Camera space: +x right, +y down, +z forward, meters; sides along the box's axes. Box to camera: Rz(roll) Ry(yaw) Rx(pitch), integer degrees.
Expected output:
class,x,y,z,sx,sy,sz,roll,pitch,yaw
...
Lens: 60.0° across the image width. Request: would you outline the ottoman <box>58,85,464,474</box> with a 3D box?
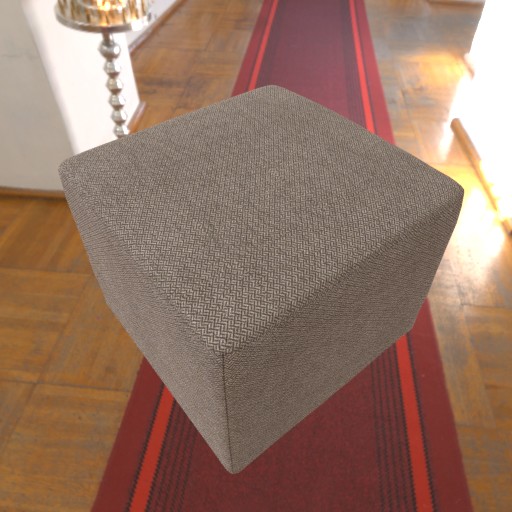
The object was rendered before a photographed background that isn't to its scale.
class,x,y,z,sx,sy,sz,roll,pitch,yaw
ottoman,0.000,0.000,0.886,0.519,0.453,0.512,-30,53,-26
